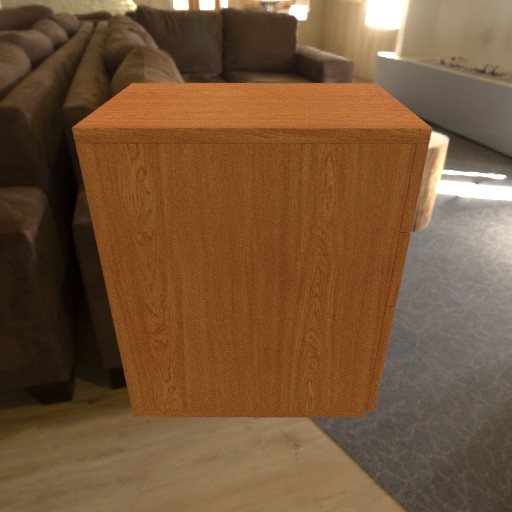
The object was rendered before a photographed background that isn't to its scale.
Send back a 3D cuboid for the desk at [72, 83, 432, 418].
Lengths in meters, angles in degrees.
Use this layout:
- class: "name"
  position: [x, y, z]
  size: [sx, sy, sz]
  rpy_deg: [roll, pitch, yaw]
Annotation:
- class: "desk"
  position: [0.000, 0.000, 1.084]
  size: [0.600, 0.730, 0.404]
  rpy_deg: [0, 31, 0]
